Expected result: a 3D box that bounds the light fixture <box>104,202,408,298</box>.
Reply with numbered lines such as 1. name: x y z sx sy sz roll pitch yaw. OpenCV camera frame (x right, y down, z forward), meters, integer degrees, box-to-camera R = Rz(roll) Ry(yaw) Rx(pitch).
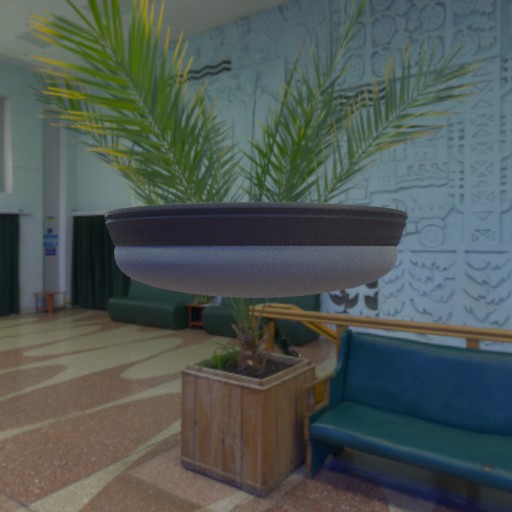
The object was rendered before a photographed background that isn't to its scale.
1. light fixture: 0.000 0.000 0.568 0.368 0.100 0.368 0 1 0
